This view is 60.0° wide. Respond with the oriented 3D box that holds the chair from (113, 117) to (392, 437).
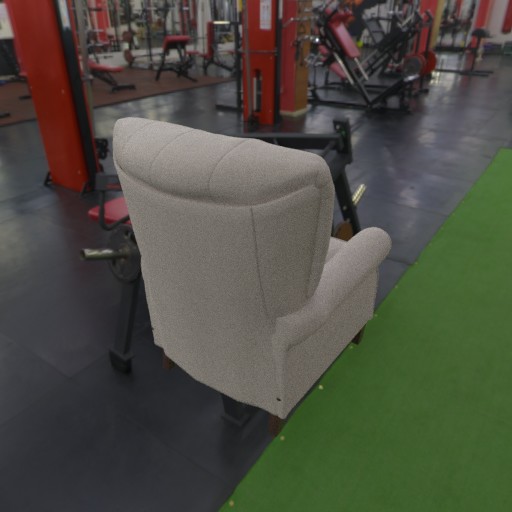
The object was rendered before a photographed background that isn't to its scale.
[{"bbox_3d":[0.000,0.000,1.946,0.942,1.209,1.025,20,35,32],"label":"chair"}]
